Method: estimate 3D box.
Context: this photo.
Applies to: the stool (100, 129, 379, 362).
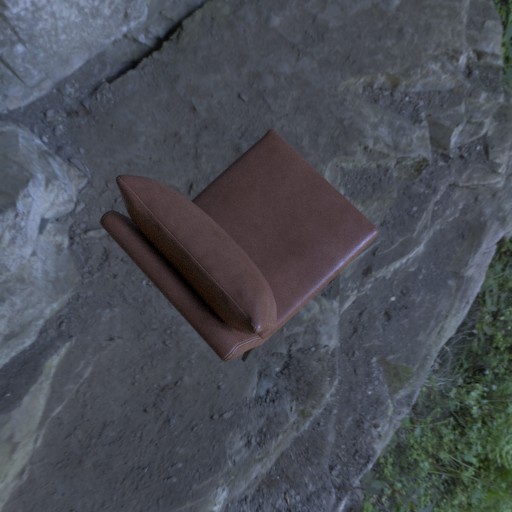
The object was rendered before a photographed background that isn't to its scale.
[{"bbox_3d":[0.000,0.000,1.463,0.571,1.124,0.463,-42,80,-10],"label":"stool"}]
